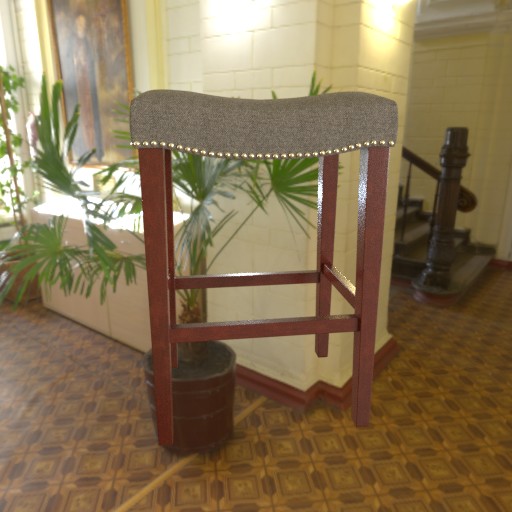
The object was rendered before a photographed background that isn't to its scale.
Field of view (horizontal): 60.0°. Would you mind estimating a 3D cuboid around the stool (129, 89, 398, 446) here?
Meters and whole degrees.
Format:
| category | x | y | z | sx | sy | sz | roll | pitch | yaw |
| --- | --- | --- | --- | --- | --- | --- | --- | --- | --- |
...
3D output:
| category | x | y | z | sx | sy | sz | roll | pitch | yaw |
| --- | --- | --- | --- | --- | --- | --- | --- | --- | --- |
| stool | 0.000 | 0.000 | 1.066 | 0.504 | 0.742 | 0.372 | -2 | 16 | -8 |
